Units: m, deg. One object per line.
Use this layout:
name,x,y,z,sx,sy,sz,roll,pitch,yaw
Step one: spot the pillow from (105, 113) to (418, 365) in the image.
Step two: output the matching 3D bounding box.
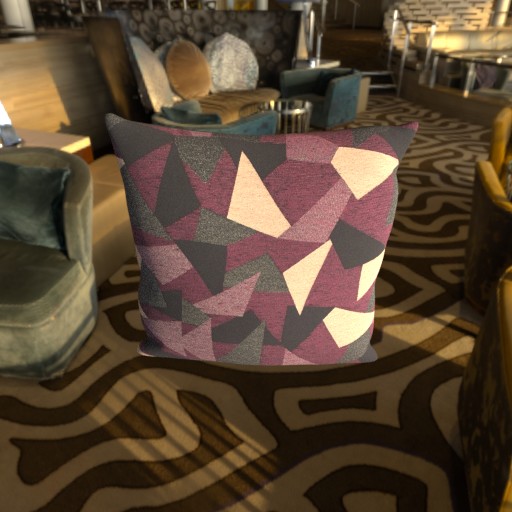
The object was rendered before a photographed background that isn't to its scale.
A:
pillow,0.000,0.000,0.803,0.503,0.496,0.208,1,30,2
